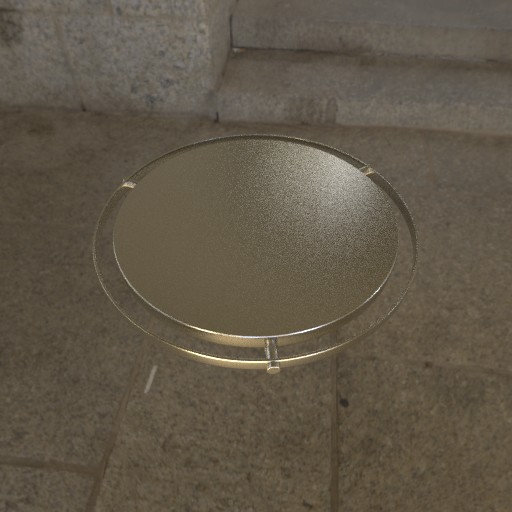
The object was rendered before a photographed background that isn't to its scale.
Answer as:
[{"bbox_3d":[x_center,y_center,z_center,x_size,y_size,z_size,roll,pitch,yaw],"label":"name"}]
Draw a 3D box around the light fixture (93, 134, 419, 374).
[{"bbox_3d":[0.000,0.000,0.548,0.361,0.130,0.361,0,47,0],"label":"light fixture"}]
